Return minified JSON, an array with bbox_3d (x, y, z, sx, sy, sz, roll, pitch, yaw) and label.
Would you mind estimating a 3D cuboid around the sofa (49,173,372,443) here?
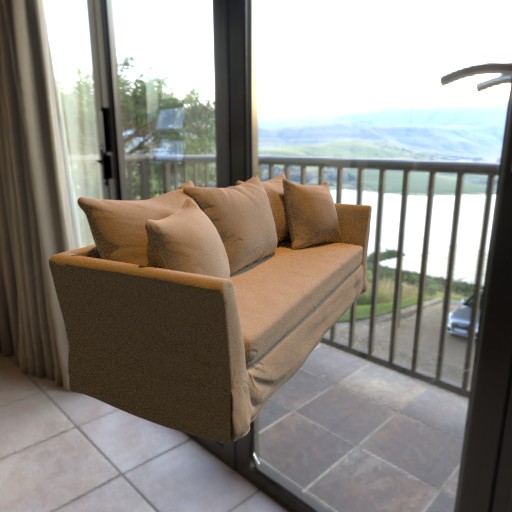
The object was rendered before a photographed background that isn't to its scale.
[{"bbox_3d":[0.000,0.000,3.037,1.046,1.047,2.499,7,16,26],"label":"sofa"}]
